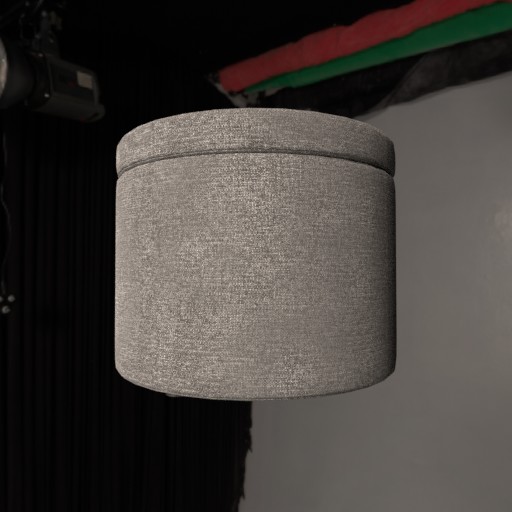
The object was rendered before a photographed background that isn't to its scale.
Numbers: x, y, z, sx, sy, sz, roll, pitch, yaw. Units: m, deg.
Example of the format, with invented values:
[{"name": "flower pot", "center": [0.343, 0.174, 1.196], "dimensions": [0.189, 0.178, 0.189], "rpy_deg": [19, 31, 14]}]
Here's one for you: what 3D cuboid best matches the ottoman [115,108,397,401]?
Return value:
[{"name": "ottoman", "center": [0.000, 0.000, 0.828], "dimensions": [0.500, 0.419, 0.500], "rpy_deg": [0, -1, 0]}]
